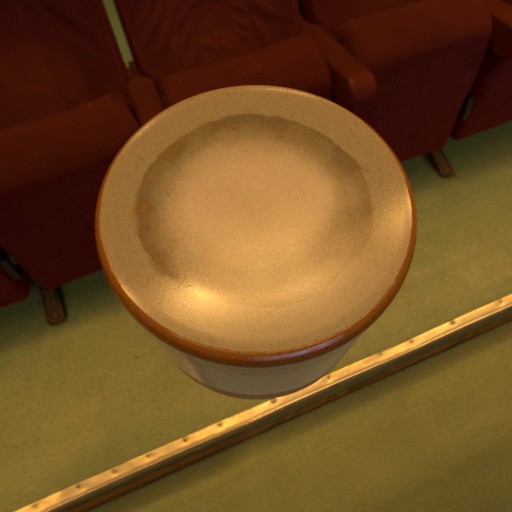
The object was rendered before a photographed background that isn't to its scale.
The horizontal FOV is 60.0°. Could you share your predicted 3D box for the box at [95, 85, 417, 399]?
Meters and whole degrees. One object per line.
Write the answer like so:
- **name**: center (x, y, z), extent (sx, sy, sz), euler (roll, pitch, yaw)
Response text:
- **box**: center (0.000, 0.000, 0.211), extent (0.123, 0.100, 0.123), euler (0, 64, 0)
